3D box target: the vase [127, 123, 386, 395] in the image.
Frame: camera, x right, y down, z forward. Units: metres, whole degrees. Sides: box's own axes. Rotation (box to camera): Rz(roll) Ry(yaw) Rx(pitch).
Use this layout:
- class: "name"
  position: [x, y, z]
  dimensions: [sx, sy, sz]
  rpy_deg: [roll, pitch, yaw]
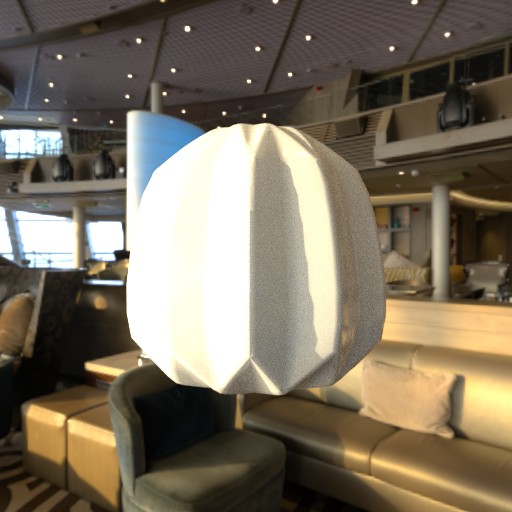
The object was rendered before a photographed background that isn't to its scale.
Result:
- class: "vase"
  position: [0.000, 0.000, 0.246]
  dimensions: [0.139, 0.134, 0.139]
  rpy_deg: [0, 0, 0]
